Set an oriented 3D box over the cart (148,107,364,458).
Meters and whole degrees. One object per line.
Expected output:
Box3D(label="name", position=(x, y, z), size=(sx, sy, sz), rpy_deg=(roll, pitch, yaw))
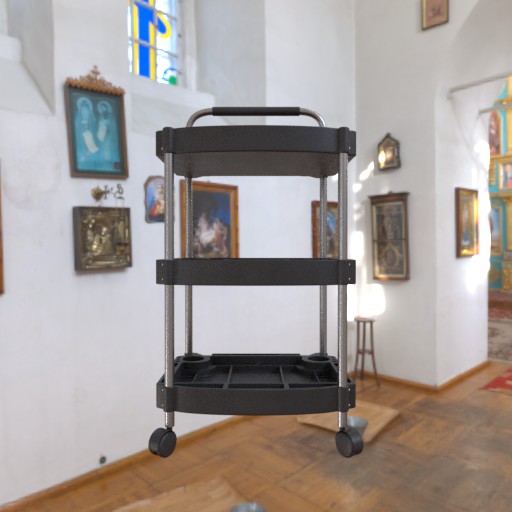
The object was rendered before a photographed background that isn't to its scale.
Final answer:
Box3D(label="cart", position=(0.000, 0.000, 1.414), size=(0.584, 1.075, 0.518), rpy_deg=(0, 1, 0))
